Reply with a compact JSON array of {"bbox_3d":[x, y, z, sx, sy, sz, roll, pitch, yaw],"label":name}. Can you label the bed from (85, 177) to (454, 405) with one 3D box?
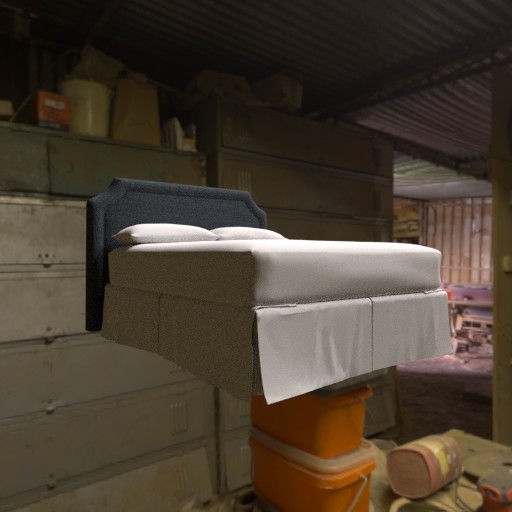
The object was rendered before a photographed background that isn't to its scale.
[{"bbox_3d":[0.000,0.000,3.273,1.828,1.297,2.208,0,1,-37],"label":"bed"}]
